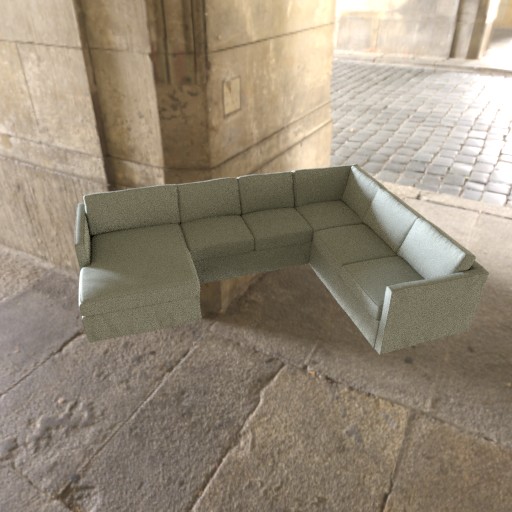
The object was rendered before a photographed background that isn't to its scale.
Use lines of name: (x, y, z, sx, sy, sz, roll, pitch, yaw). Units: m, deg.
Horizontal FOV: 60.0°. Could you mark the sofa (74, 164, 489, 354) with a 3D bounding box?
sofa: (0.000, 0.000, 4.453, 3.434, 0.869, 2.440, -10, 34, -14)
